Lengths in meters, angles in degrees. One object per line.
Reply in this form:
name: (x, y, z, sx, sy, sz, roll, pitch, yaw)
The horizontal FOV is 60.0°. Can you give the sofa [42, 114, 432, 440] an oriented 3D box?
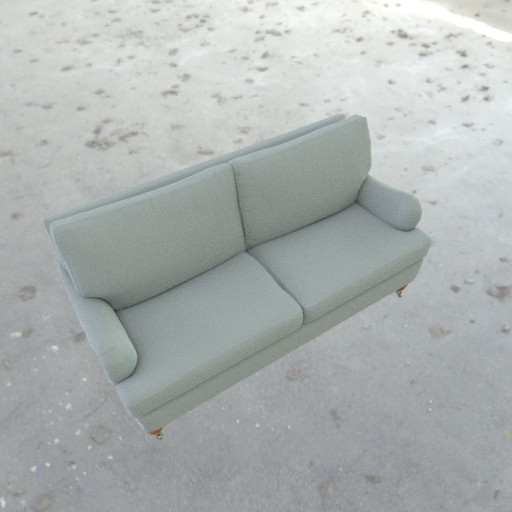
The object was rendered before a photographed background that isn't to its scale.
sofa: (0.000, 0.000, 2.815, 2.193, 1.096, 1.069, -25, 51, -22)
